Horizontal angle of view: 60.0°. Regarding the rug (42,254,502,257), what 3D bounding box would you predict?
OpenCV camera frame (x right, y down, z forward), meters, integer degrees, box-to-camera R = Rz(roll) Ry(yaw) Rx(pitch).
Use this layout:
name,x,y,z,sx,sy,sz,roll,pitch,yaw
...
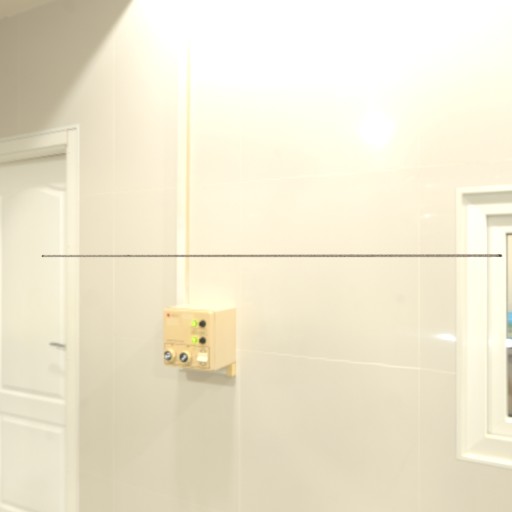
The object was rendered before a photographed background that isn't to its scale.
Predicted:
name,x,y,z,sx,sy,sz,roll,pitch,yaw
rug,0.000,0.000,2.607,2.438,0.012,0.762,0,0,19
